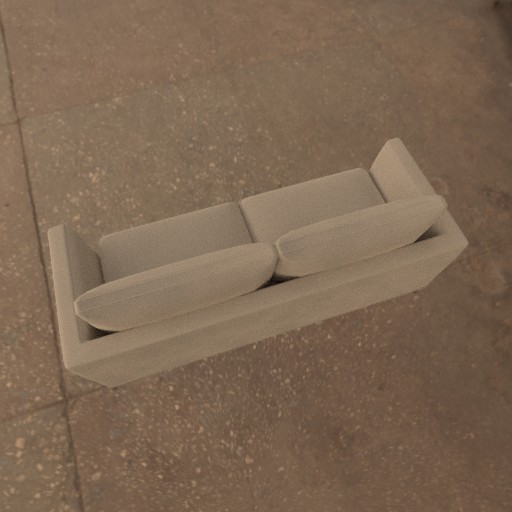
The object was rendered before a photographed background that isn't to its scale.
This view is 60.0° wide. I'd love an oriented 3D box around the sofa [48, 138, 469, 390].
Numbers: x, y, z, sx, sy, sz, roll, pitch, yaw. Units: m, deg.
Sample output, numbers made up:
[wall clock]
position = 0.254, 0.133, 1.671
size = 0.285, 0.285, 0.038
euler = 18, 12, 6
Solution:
[sofa]
position = 0.000, 0.000, 2.682
size = 2.214, 1.005, 0.868
euler = -16, 62, -9
